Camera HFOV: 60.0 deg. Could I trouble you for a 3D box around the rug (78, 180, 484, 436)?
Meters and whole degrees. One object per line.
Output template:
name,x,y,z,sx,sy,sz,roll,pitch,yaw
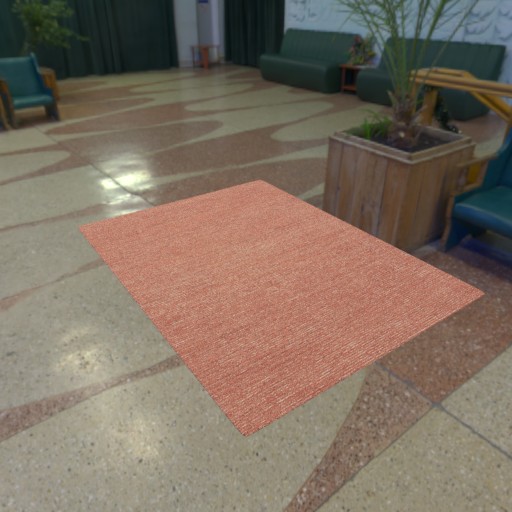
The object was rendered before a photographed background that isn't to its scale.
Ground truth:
rug,0.000,0.000,2.765,1.594,0.009,2.112,-20,36,-30
